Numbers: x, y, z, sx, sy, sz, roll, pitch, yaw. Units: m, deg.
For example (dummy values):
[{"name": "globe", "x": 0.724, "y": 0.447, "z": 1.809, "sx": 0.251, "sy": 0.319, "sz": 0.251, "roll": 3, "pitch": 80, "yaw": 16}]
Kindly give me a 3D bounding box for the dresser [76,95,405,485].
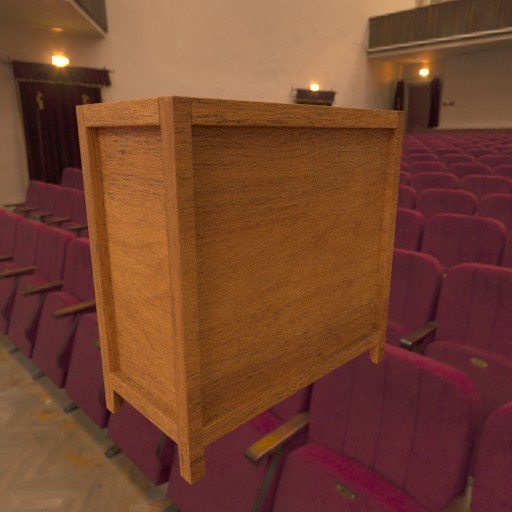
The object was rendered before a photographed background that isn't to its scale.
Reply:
[{"name": "dresser", "x": 0.000, "y": 0.000, "z": 1.275, "sx": 0.804, "sy": 0.804, "sz": 0.427, "roll": -14, "pitch": 21, "yaw": -42}]
